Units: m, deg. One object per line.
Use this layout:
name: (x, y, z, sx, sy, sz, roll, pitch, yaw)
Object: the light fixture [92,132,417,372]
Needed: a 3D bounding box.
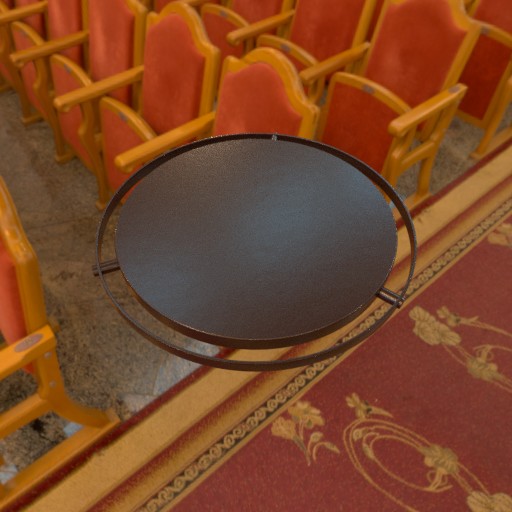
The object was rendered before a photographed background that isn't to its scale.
light fixture: (0.000, 0.000, 0.555, 0.361, 0.130, 0.361, 0, 49, 0)
